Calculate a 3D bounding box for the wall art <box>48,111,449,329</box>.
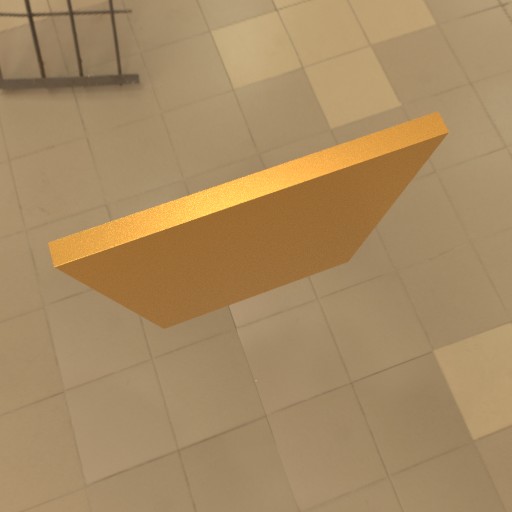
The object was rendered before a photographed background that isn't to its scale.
[{"bbox_3d":[0.000,0.000,1.013,0.610,0.762,0.038,-20,75,-5],"label":"wall art"}]
